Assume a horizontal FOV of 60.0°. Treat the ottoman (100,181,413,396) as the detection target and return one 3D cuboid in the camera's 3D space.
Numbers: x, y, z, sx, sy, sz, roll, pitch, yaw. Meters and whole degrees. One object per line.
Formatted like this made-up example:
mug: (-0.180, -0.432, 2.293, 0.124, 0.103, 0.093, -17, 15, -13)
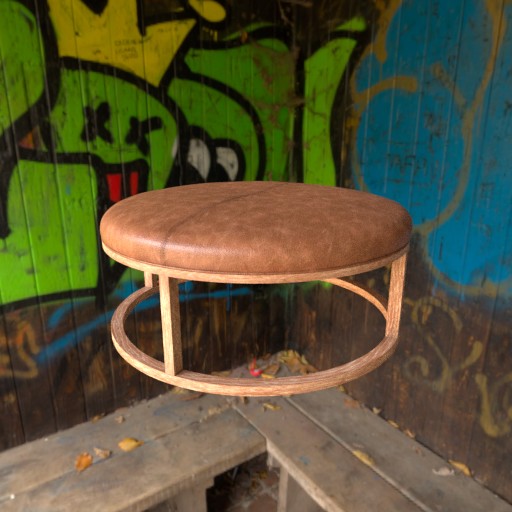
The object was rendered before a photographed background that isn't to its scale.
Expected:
ottoman: (0.000, 0.000, 1.539, 1.006, 0.445, 1.006, 0, 17, 0)
